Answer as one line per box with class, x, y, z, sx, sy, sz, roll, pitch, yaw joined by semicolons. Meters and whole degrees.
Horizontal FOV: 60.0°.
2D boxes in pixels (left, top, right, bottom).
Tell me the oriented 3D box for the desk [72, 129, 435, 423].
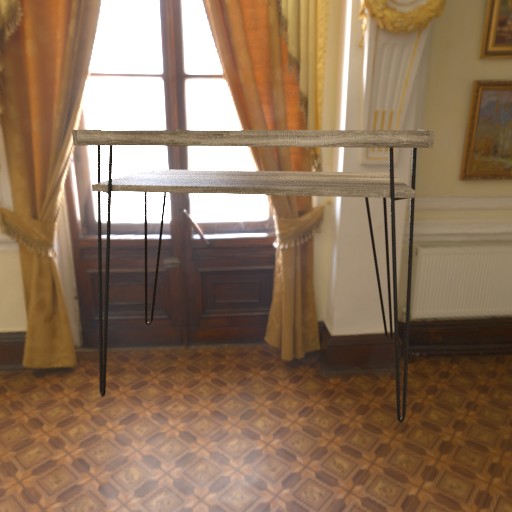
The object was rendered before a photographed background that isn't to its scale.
desk;0.000;0.000;1.632;1.135;0.899;0.605;2;17;8
